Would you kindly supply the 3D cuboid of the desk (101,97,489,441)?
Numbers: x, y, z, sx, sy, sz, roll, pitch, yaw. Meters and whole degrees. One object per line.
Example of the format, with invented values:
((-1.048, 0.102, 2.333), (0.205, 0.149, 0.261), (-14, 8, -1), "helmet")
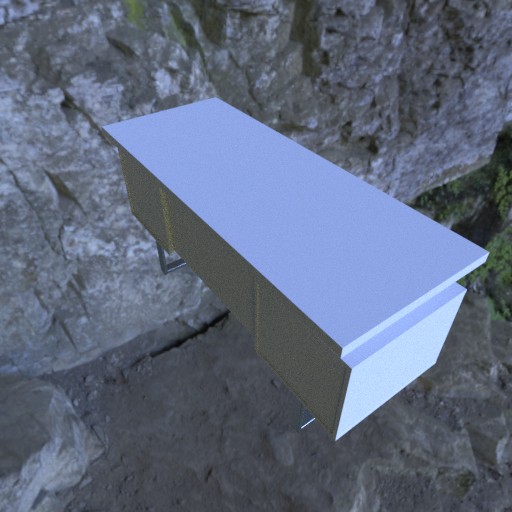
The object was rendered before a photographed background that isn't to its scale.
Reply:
((0.000, 0.000, 1.898), (0.603, 0.773, 1.530), (-25, 46, -27), "desk")
